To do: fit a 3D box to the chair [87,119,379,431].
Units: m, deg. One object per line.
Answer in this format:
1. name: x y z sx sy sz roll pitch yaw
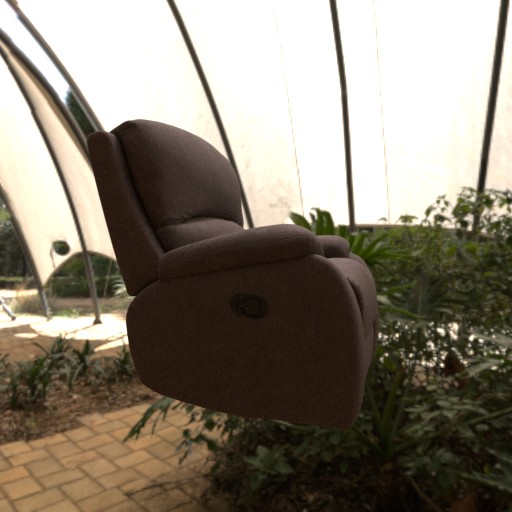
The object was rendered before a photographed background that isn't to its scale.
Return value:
1. chair: 0.000 0.000 1.721 0.899 1.011 0.930 0 1 18
